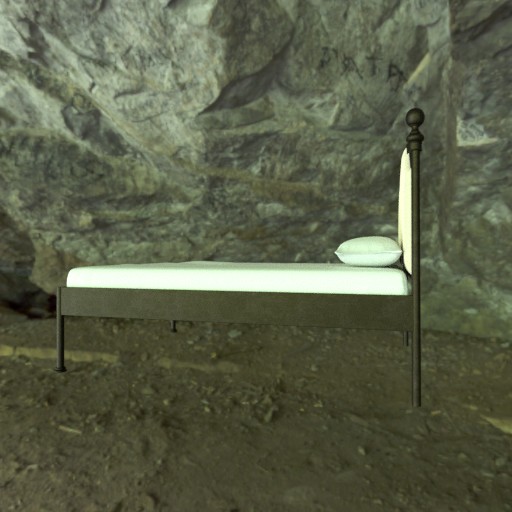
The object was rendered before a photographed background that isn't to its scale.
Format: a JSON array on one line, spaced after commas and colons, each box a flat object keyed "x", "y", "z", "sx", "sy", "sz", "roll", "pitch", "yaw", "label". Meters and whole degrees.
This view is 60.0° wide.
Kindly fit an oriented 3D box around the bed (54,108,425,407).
[{"x": 0.000, "y": 0.000, "z": 3.271, "sx": 2.224, "sy": 1.499, "sz": 1.642, "roll": 0, "pitch": 0, "yaw": 17, "label": "bed"}]
